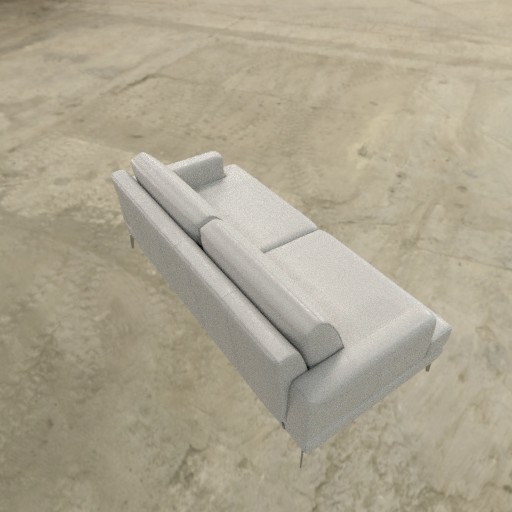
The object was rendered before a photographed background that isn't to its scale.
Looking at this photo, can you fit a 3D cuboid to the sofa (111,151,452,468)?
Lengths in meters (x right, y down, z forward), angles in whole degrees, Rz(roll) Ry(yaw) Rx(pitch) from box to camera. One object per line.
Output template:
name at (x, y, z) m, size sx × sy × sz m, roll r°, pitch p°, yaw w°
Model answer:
sofa at (0.000, 0.000, 2.491) m, size 0.974 × 0.765 × 1.940 m, roll -25°, pitch 47°, yaw -26°
